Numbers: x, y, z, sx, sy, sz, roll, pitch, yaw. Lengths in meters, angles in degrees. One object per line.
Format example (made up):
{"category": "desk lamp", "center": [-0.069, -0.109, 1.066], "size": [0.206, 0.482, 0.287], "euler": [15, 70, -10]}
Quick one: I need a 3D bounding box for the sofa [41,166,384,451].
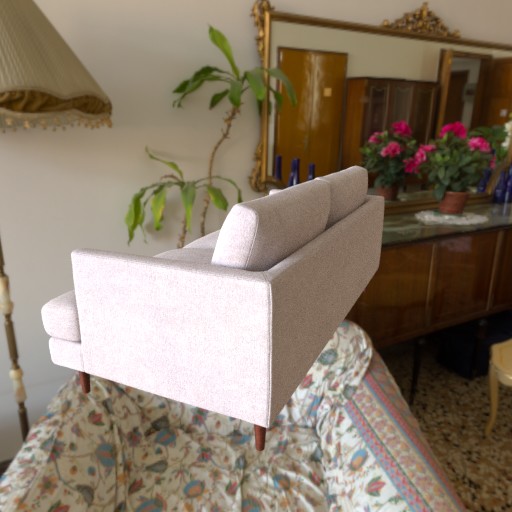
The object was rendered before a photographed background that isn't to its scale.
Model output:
{"category": "sofa", "center": [0.000, 0.000, 2.410], "size": [1.020, 0.868, 1.948], "euler": [7, 18, 24]}
